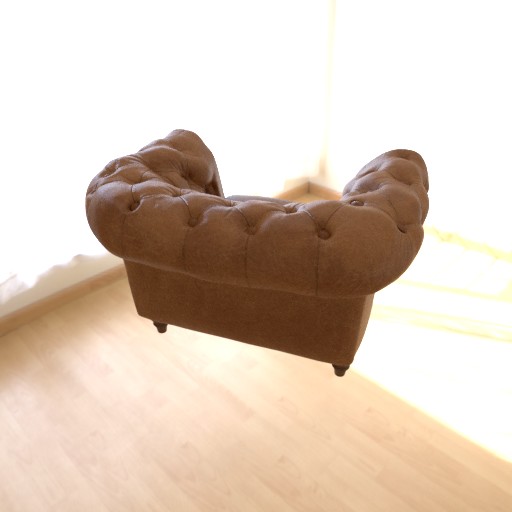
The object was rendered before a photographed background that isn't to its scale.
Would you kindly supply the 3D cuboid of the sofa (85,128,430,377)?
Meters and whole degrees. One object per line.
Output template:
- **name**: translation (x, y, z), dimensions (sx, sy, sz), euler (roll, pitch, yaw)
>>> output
- **sofa**: translation (0.000, 0.000, 2.052), dimensions (1.405, 0.878, 1.033), euler (10, 33, 16)
